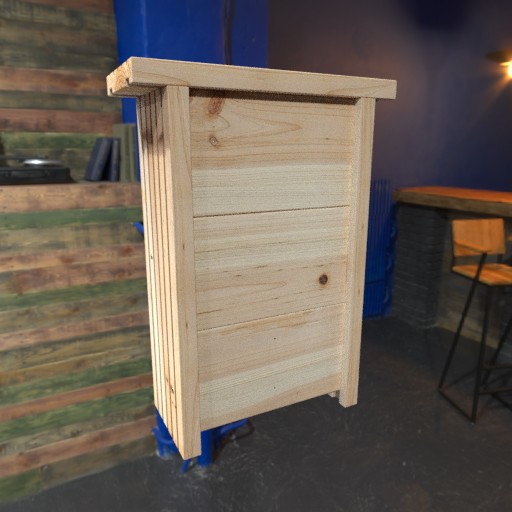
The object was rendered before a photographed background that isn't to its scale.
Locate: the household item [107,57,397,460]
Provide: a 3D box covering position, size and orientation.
[{"bbox_3d":[0.000,0.000,0.542,0.301,0.407,0.123,-7,15,-26],"label":"household item"}]
